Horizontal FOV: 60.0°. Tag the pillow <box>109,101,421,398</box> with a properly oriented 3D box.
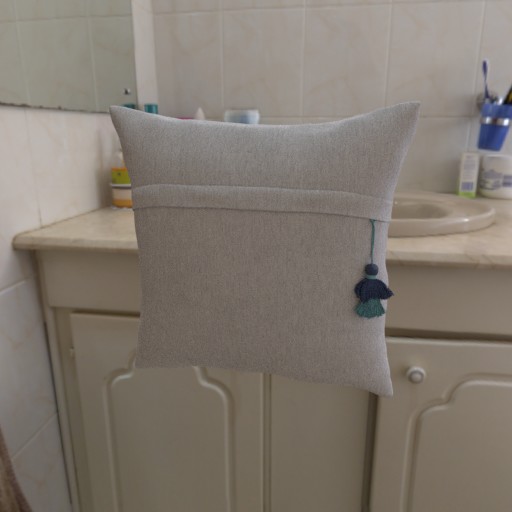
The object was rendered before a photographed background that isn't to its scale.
[{"bbox_3d":[0.000,0.000,0.671,0.433,0.436,0.173,3,15,11],"label":"pillow"}]
